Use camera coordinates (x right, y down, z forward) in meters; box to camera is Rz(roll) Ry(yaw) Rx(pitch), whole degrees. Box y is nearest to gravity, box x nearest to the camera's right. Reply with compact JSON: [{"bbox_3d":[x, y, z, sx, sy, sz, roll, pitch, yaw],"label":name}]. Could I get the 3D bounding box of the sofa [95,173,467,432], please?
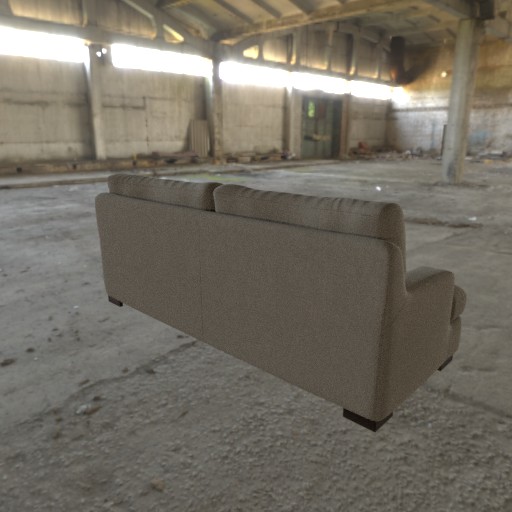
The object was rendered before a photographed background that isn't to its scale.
[{"bbox_3d":[0.000,0.000,2.848,2.354,0.980,0.962,14,21,42],"label":"sofa"}]
